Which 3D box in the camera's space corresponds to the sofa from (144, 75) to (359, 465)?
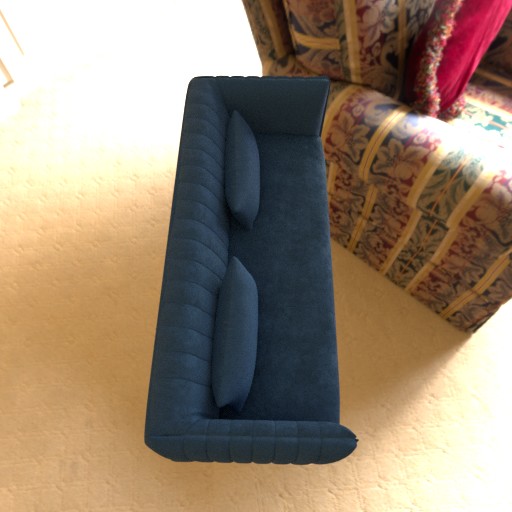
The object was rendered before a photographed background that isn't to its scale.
[{"bbox_3d":[0.000,0.000,2.516,0.896,0.793,2.136,1,63,1],"label":"sofa"}]
